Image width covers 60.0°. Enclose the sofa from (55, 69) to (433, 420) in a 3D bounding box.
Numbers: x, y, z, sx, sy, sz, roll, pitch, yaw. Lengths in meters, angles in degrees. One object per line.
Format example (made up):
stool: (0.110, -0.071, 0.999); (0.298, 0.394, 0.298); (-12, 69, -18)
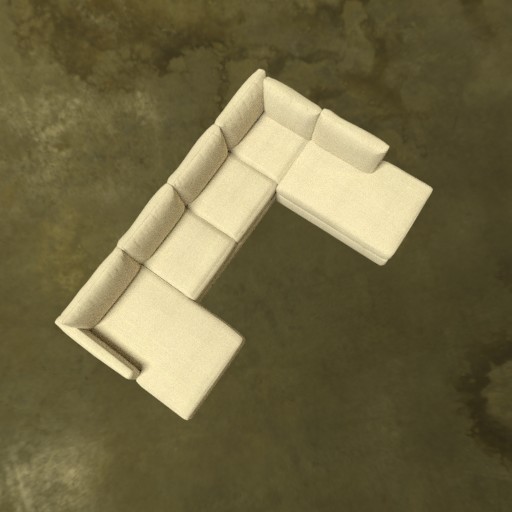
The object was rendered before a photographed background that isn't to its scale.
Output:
sofa: (0.000, 0.000, 3.669); (1.879, 0.756, 2.737); (34, 78, 8)
